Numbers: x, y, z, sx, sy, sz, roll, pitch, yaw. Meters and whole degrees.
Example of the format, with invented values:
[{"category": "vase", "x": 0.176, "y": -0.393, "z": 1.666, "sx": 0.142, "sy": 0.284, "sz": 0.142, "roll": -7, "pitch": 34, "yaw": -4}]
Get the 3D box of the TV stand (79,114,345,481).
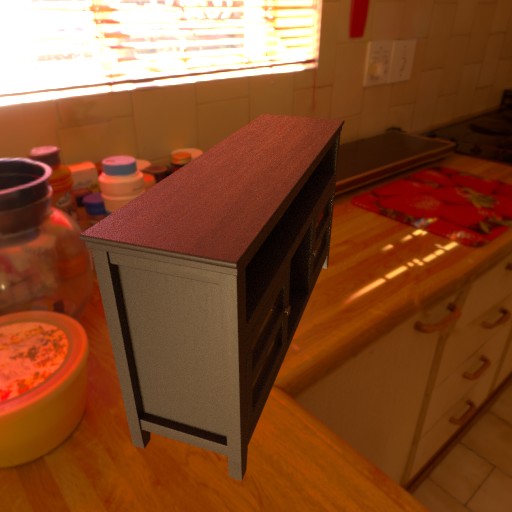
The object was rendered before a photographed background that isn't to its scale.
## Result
[{"category": "TV stand", "x": 0.000, "y": 0.000, "z": 1.510, "sx": 0.347, "sy": 0.681, "sz": 1.198, "roll": 10, "pitch": 31, "yaw": 17}]
